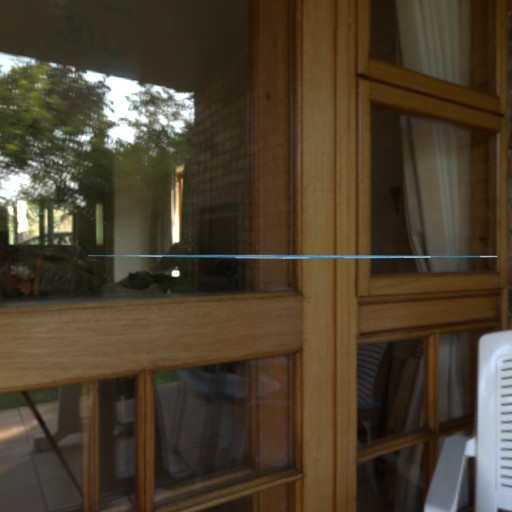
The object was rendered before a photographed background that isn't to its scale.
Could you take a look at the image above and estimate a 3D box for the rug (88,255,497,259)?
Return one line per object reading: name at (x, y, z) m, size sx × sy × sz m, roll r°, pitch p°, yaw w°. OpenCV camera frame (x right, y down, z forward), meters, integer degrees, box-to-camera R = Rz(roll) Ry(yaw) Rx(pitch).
rug at (0.000, 0.000, 2.962) m, size 1.528 × 0.005 × 2.420 m, roll 0°, pitch 0°, yaw -36°
